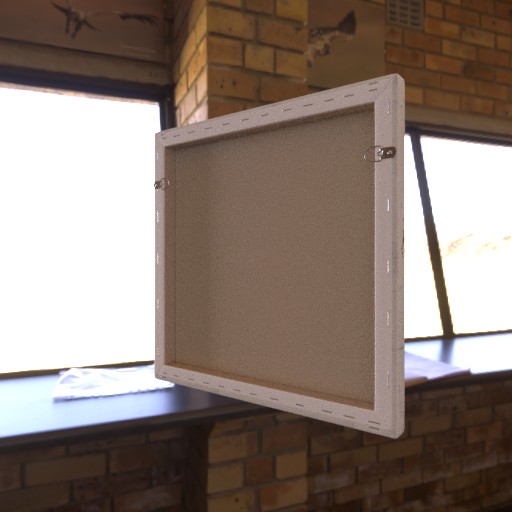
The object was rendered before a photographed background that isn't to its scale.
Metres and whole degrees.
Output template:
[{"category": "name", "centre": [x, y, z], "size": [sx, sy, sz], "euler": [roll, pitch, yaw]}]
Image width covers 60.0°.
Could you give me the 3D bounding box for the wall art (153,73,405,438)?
[{"category": "wall art", "centre": [0.000, 0.000, 0.930], "size": [0.610, 0.611, 0.040], "euler": [0, 0, 37]}]
